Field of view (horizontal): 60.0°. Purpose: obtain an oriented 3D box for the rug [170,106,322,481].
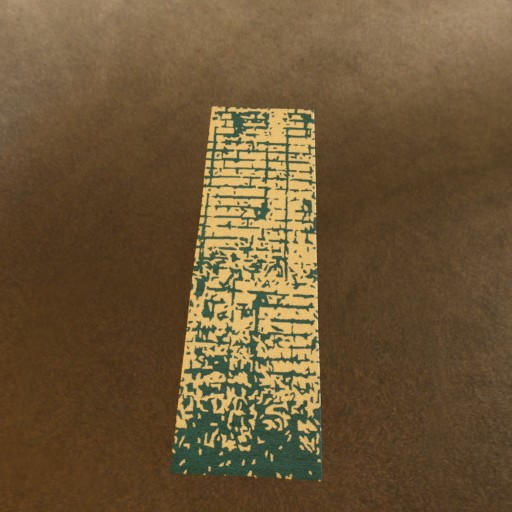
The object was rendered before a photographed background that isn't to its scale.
[{"bbox_3d":[0.000,0.000,2.720,0.750,0.011,2.435,2,63,1],"label":"rug"}]
